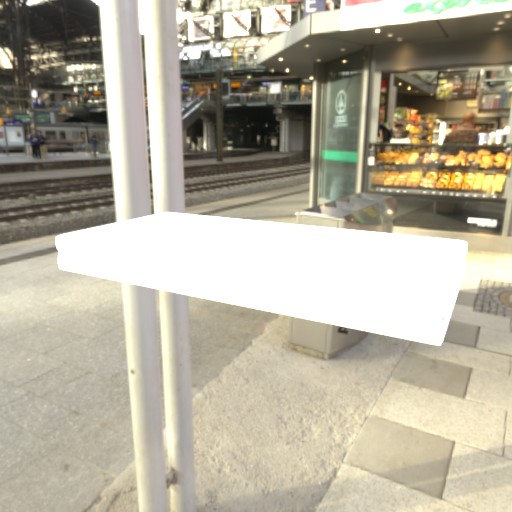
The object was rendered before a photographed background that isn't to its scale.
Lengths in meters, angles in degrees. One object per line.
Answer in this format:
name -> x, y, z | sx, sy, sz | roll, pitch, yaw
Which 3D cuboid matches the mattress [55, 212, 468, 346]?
mattress -> 0.000, 0.000, 2.266 | 1.900, 0.200, 0.900 | 8, 17, 28
